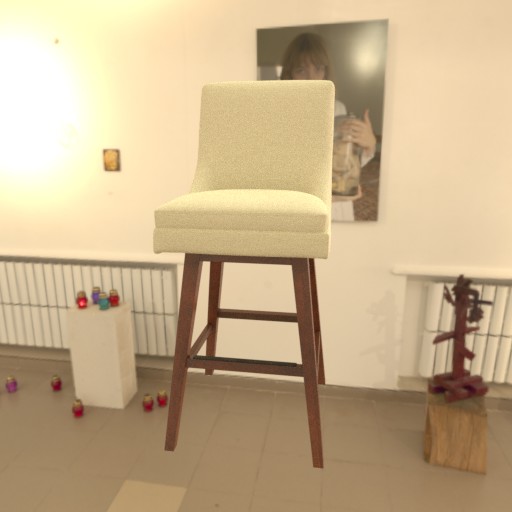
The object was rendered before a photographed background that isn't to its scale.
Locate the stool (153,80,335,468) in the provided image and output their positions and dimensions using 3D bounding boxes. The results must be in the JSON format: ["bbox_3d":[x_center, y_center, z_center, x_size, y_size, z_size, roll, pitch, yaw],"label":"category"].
[{"bbox_3d":[0.000,0.000,1.397,0.470,1.097,0.559,2,15,9],"label":"stool"}]
